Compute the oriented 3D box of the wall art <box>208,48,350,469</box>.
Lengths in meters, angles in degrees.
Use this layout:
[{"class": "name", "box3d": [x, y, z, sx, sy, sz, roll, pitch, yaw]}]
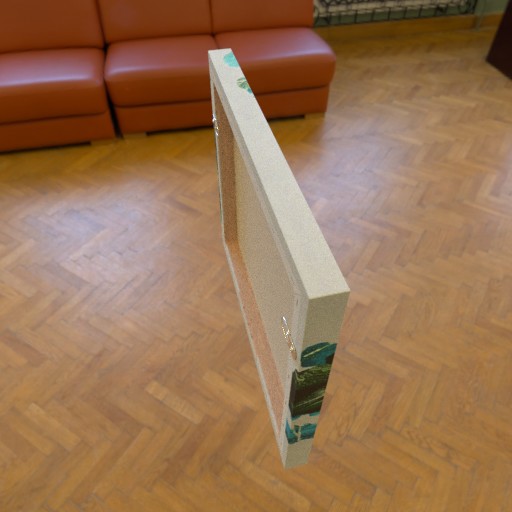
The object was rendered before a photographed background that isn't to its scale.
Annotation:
[{"class": "wall art", "box3d": [0.000, 0.000, 0.697, 0.041, 0.435, 0.507, -10, 48, -9]}]
